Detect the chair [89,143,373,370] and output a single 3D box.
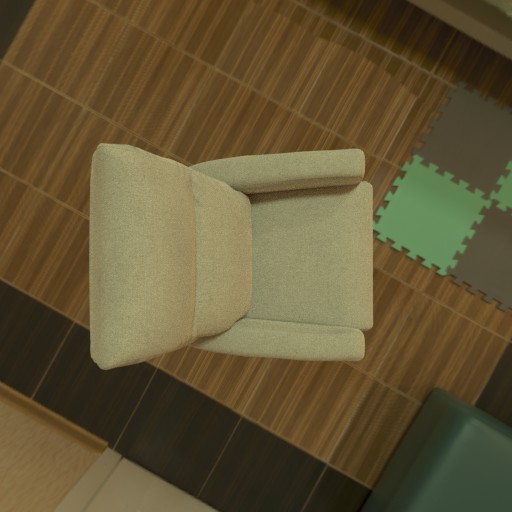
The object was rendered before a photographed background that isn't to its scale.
[{"bbox_3d":[0.000,0.000,1.647,0.940,1.021,0.794,0,90,1],"label":"chair"}]
